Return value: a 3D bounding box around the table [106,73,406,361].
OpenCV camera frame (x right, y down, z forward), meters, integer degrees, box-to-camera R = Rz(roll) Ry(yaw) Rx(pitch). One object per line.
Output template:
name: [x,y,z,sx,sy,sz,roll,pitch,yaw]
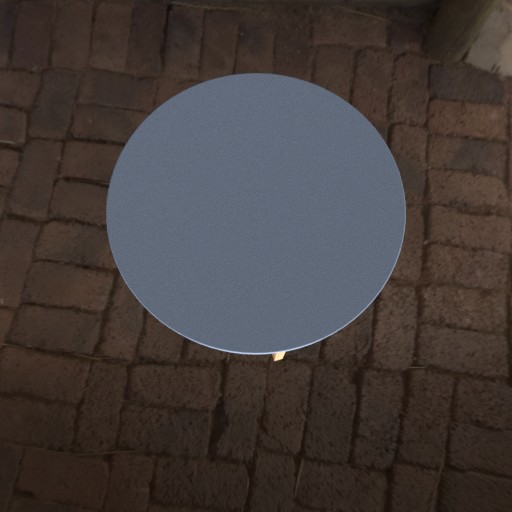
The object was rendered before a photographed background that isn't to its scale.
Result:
table: [0.000,0.000,0.761,0.350,0.500,0.350,0,75,0]
